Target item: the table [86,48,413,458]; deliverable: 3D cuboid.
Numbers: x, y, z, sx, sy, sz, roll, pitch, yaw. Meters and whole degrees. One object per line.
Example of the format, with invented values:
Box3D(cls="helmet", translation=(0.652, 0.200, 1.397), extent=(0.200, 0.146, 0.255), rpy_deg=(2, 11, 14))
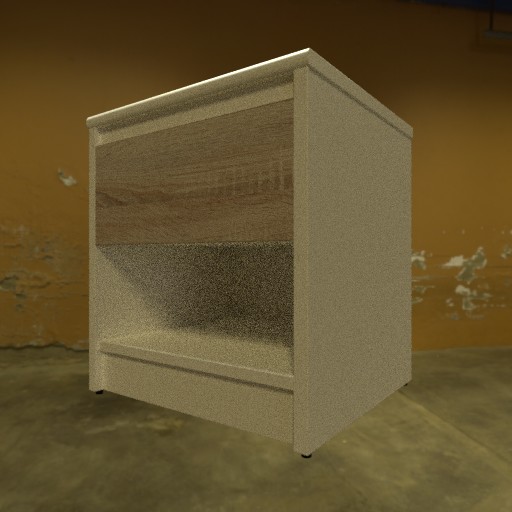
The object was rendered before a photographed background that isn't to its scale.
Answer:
Box3D(cls="table", translation=(0.000, 0.000, 0.765), extent=(0.420, 0.460, 0.380), rpy_deg=(0, 0, 36))
